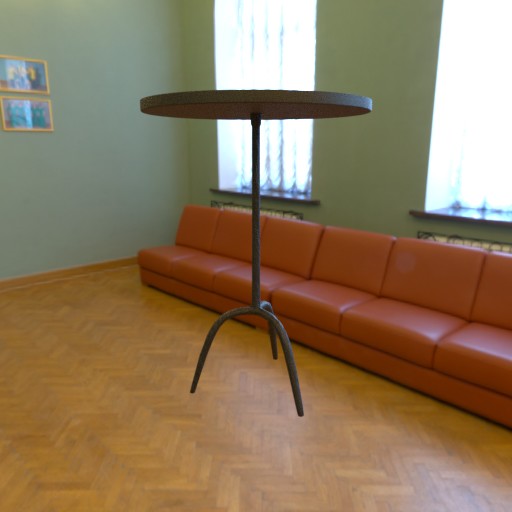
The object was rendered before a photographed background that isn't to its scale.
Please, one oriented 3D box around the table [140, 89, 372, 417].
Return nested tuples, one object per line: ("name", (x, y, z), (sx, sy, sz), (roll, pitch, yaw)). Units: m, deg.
("table", (0.000, 0.000, 1.071), (0.502, 0.700, 0.502), (13, 19, 43))
